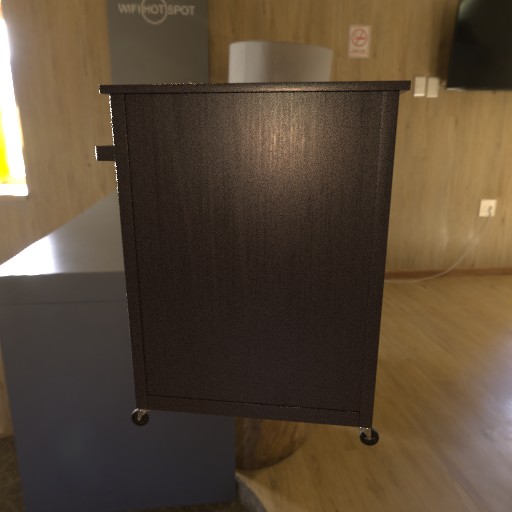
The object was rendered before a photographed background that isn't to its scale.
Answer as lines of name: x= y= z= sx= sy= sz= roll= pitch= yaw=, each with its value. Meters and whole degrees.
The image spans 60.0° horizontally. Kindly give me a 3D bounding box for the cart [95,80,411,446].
cart: x=0.000 y=0.000 z=1.260 sx=0.690 sy=0.878 sz=0.449 roll=2 pitch=16 yaw=7
